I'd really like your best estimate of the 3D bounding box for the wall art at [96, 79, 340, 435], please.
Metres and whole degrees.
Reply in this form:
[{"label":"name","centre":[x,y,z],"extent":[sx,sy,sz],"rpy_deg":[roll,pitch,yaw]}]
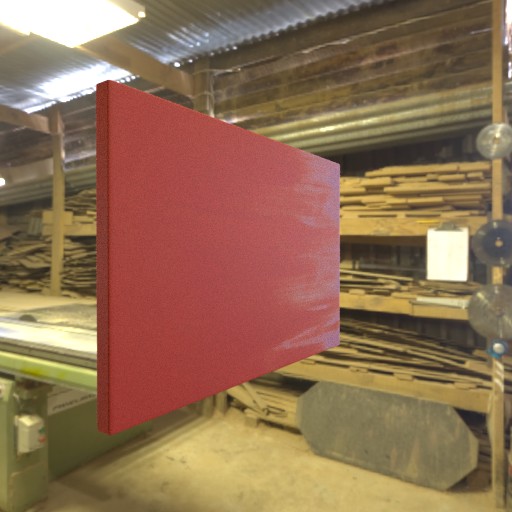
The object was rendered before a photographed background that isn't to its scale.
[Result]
[{"label":"wall art","centre":[0.000,0.000,1.134],"extent":[0.040,0.609,0.913],"rpy_deg":[0,1,36]}]
